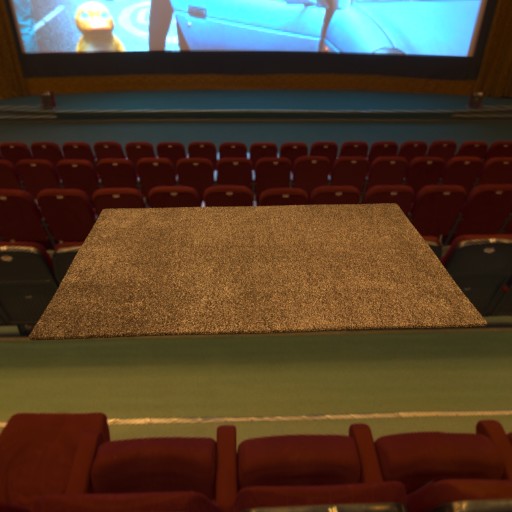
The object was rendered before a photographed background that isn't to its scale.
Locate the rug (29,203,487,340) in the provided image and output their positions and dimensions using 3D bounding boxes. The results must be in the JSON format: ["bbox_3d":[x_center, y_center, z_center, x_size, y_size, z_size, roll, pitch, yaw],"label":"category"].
[{"bbox_3d":[0.000,0.000,2.906,2.352,0.025,1.501,-1,31,-2],"label":"rug"}]
